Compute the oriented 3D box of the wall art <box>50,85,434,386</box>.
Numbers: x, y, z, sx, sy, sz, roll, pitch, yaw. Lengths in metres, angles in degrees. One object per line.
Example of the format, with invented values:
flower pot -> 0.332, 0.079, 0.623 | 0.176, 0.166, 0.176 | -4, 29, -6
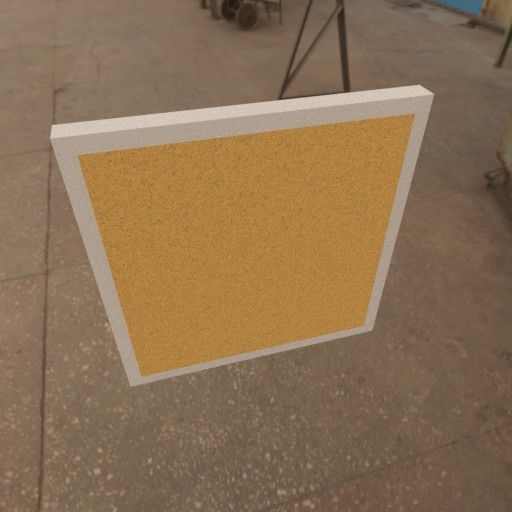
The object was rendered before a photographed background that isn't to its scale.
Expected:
wall art -> 0.000, 0.000, 1.895 | 1.289, 1.291, 0.098 | -10, 42, -12
